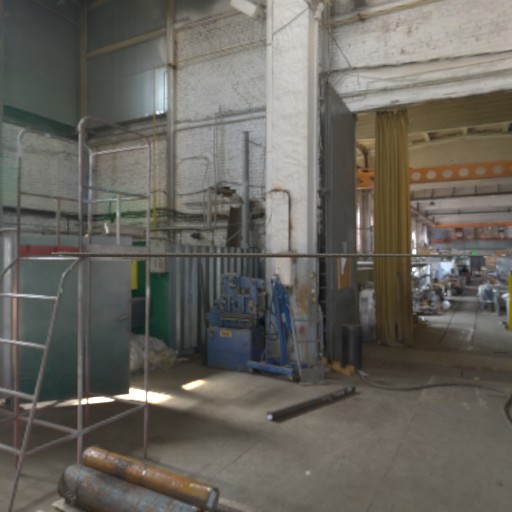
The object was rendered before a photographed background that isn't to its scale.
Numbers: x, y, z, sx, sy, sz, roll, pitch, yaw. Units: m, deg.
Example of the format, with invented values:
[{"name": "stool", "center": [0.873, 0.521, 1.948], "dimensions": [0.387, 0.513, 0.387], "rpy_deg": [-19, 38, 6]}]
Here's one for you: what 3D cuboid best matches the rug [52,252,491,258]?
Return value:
[{"name": "rug", "center": [0.000, 0.000, 2.880], "dimensions": [2.235, 0.008, 1.600], "rpy_deg": [0, -1, -18]}]
